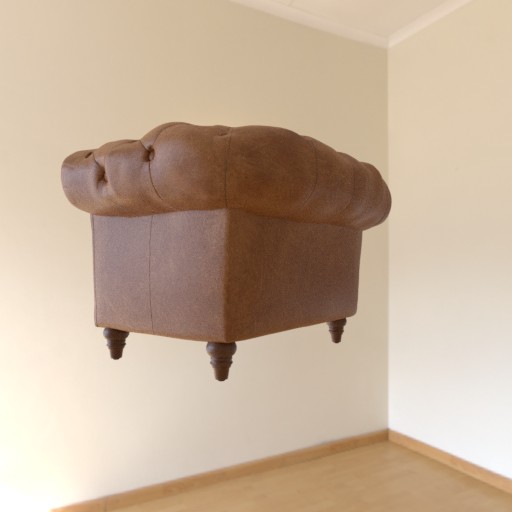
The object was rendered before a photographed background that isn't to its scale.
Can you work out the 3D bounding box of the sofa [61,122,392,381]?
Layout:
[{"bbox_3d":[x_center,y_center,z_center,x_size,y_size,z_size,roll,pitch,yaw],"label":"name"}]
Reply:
[{"bbox_3d":[0.000,0.000,2.001,1.033,0.878,1.405,-1,-1,36],"label":"sofa"}]
